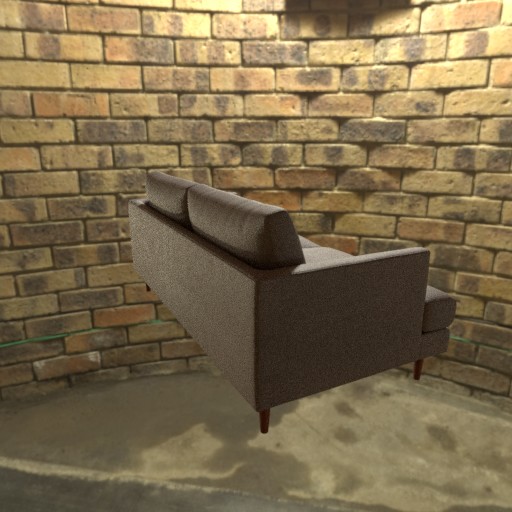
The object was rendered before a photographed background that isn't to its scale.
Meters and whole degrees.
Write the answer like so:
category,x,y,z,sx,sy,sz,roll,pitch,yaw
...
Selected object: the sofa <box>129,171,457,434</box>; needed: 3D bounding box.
category,x,y,z,sx,sy,sz,roll,pitch,yaw
sofa,0.000,0.000,2.558,1.020,0.868,1.948,-8,18,-26
